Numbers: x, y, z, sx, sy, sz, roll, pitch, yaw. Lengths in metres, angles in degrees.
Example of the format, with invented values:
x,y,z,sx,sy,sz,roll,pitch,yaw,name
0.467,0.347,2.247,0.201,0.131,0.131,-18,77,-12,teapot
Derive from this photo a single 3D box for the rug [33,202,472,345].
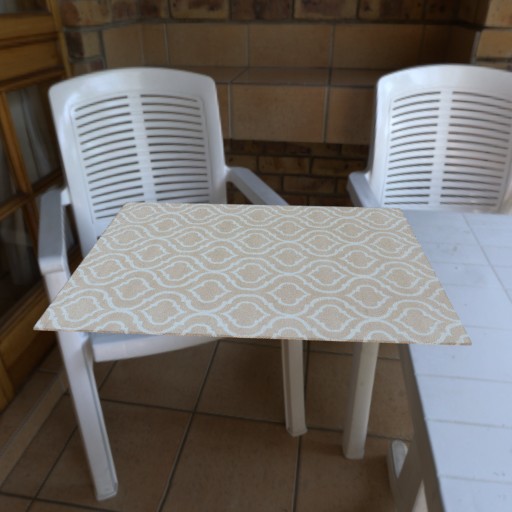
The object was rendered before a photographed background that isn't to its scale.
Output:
x,y,z,sx,sy,sz,roll,pitch,yaw,name
0.000,0.000,2.792,2.134,0.010,1.524,2,31,3,rug
